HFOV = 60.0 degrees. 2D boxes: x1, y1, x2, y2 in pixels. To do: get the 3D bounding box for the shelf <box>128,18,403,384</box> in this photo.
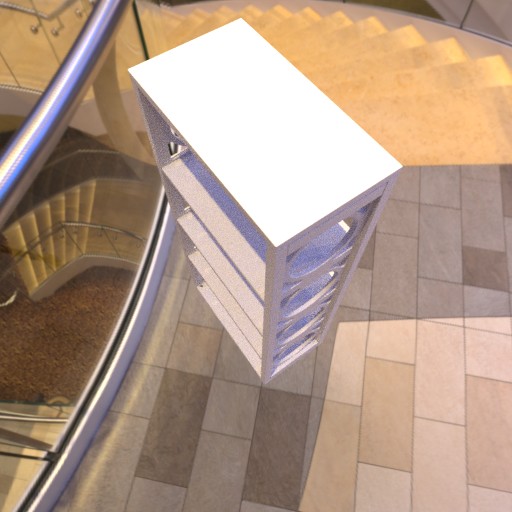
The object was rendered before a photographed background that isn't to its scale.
[{"bbox_3d":[0.000,0.000,1.643,0.340,1.411,0.611,-32,67,-16],"label":"shelf"}]
